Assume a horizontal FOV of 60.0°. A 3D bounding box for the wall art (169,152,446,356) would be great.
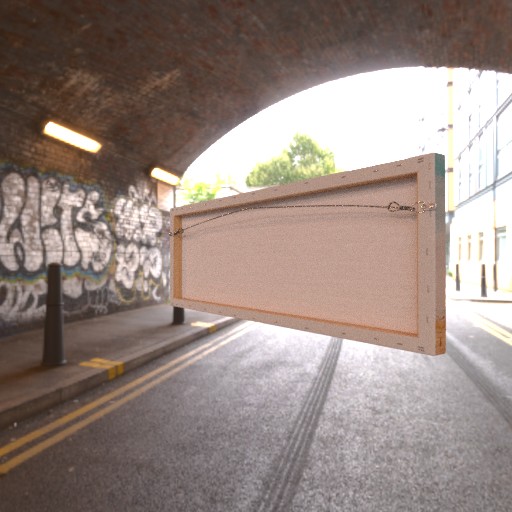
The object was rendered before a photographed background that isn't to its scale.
[{"bbox_3d":[0.000,0.000,0.853,0.044,0.254,0.759,0,-1,-36],"label":"wall art"}]
